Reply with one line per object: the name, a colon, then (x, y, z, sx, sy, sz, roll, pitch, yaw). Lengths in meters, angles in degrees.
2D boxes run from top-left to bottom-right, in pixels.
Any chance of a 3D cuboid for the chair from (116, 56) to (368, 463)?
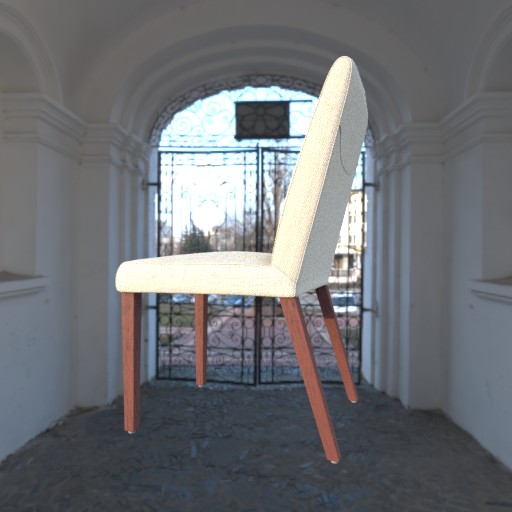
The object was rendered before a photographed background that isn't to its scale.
chair: (0.000, 0.000, 1.245, 0.594, 0.900, 0.480, 0, 0, 18)
